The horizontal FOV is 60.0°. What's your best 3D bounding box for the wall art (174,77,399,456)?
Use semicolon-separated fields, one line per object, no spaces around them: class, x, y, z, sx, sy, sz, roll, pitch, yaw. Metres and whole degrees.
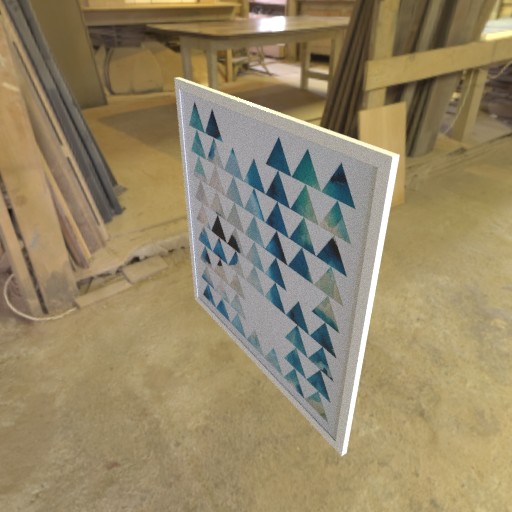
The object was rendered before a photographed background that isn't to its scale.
wall art;0.000;0.000;0.844;0.012;0.557;0.557;-20;38;-29
